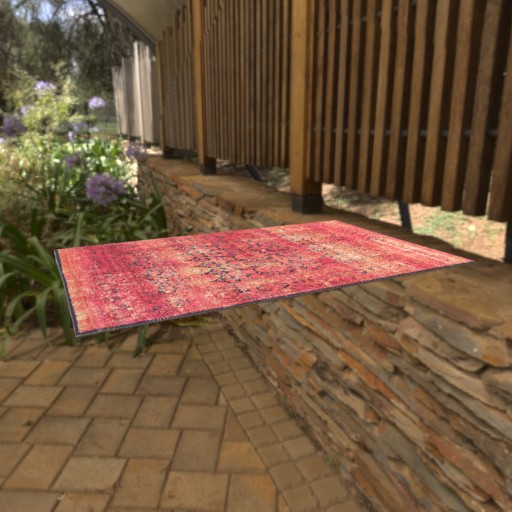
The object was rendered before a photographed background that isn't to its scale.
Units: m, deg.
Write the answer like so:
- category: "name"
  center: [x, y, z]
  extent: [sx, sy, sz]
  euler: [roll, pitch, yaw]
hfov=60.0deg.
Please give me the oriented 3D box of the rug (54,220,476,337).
- category: "rug"
  center: [0.000, 0.000, 3.018]
  extent: [2.449, 0.018, 1.539]
  euler: [-8, 17, -25]
